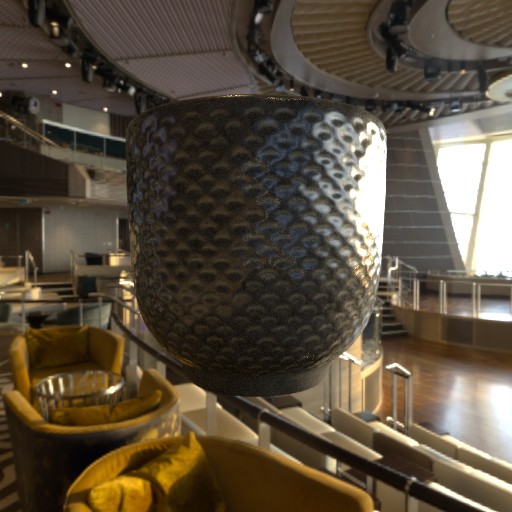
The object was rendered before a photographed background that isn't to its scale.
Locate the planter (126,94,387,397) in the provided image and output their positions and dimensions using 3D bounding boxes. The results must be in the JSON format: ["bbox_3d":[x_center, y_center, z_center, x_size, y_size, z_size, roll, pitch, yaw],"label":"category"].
[{"bbox_3d":[0.000,0.000,0.351,0.197,0.191,0.197,0,1,0],"label":"planter"}]
